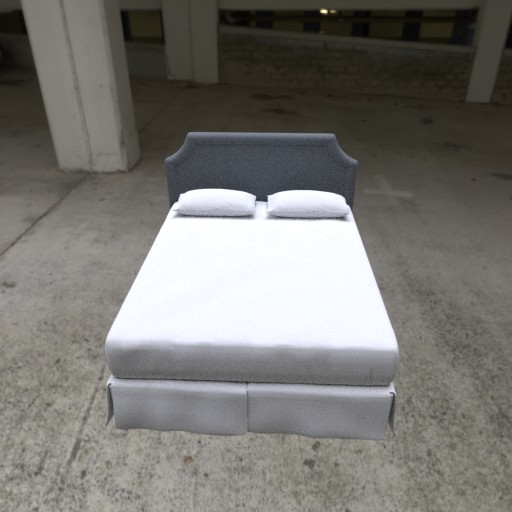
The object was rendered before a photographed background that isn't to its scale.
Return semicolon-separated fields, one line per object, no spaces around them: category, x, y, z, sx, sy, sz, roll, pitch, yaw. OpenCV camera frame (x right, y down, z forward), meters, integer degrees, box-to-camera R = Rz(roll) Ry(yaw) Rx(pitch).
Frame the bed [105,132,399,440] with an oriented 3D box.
bed;0.000;0.000;3.378;1.811;1.296;2.259;1;30;2
